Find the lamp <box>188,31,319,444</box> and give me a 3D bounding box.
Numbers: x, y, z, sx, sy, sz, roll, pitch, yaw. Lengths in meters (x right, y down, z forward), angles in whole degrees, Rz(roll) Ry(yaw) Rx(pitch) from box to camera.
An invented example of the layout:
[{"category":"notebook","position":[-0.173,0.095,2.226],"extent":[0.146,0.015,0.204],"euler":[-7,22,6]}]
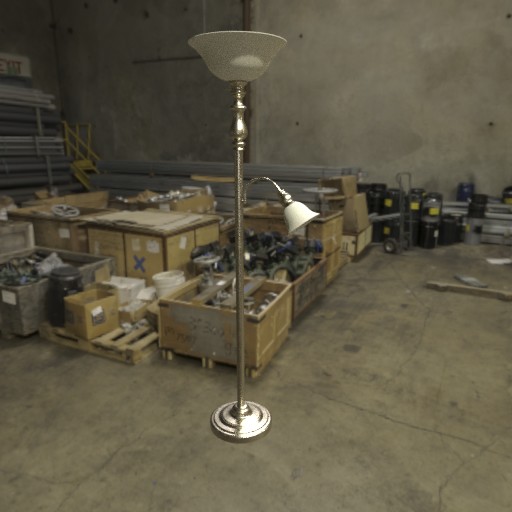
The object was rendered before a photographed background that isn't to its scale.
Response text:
[{"category":"lamp","position":[0.000,0.000,2.005],"extent":[0.575,1.785,0.405],"euler":[7,16,26]}]
